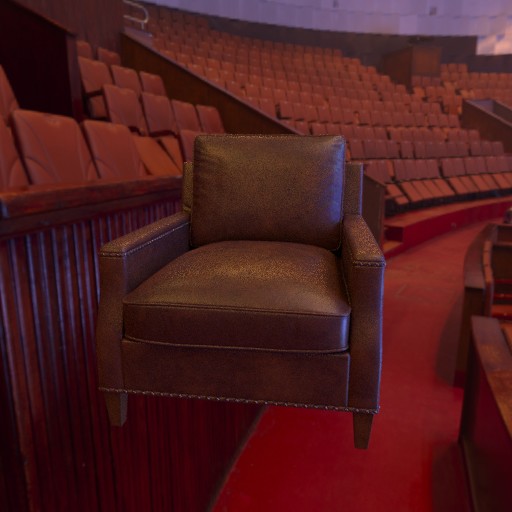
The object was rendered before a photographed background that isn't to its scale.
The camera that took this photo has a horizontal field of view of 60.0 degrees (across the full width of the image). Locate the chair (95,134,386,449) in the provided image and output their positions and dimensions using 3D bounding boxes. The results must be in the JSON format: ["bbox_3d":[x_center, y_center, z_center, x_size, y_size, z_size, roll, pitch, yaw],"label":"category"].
[{"bbox_3d":[0.000,0.000,1.693,0.853,0.929,1.014,2,13,8],"label":"chair"}]
